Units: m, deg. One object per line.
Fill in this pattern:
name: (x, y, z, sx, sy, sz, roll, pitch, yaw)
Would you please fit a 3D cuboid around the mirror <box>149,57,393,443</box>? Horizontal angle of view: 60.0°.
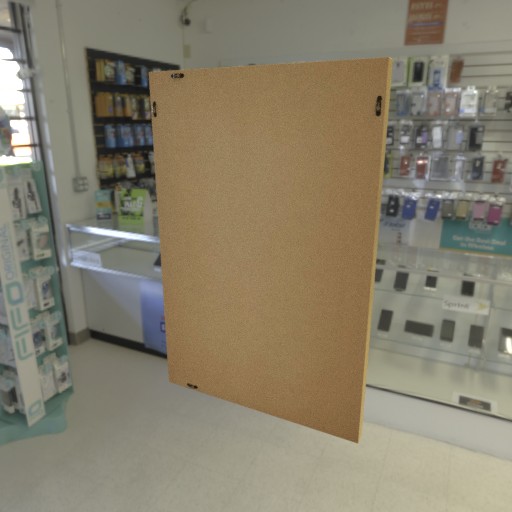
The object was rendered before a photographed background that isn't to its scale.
mirror: (0.000, 0.000, 1.155, 0.609, 0.915, 0.040, 9, 19, 26)
